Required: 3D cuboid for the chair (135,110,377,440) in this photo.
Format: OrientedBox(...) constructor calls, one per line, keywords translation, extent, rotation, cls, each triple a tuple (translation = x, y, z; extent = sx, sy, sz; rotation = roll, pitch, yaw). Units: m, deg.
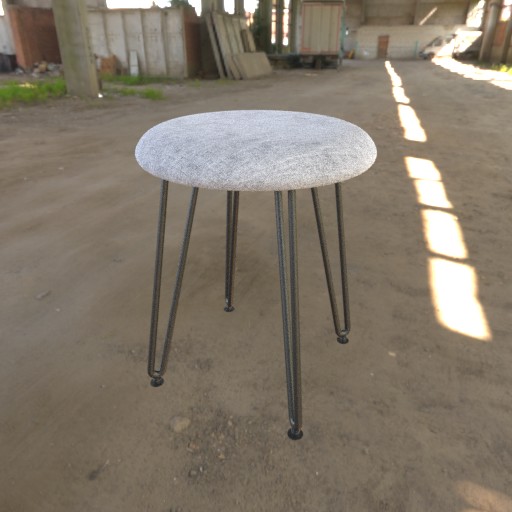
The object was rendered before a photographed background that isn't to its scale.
OrientedBox(translation=(0.000, 0.000, 0.653), extent=(0.350, 0.386, 0.350), rotation=(-9, 28, -17), cls="chair")
